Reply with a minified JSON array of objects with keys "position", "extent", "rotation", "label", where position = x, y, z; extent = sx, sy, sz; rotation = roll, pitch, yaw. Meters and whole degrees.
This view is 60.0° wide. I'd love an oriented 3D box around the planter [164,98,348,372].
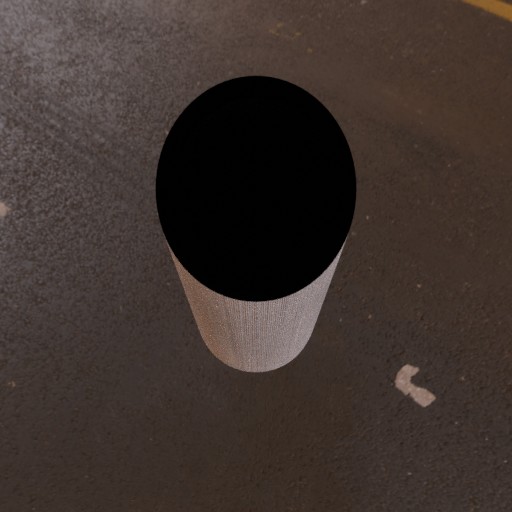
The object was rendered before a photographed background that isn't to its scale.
[{"position":[0.000,0.000,0.129],"extent":[0.045,0.103,0.045],"rotation":[-13,63,-6],"label":"planter"}]
